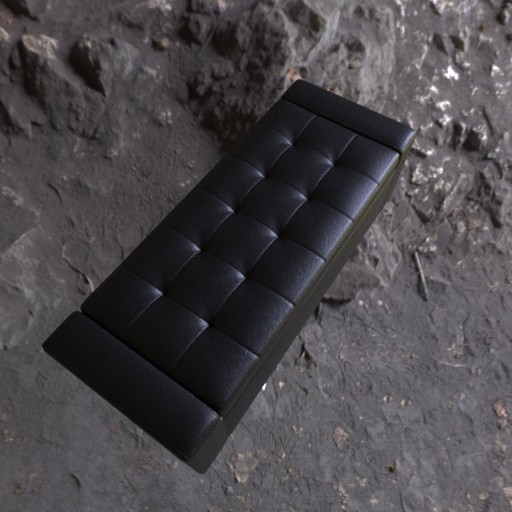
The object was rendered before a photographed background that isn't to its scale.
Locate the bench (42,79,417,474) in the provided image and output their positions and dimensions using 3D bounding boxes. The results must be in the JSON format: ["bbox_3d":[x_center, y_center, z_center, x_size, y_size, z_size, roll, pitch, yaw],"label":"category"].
[{"bbox_3d":[0.000,0.000,1.536,0.508,0.445,1.296,31,64,17],"label":"bench"}]
